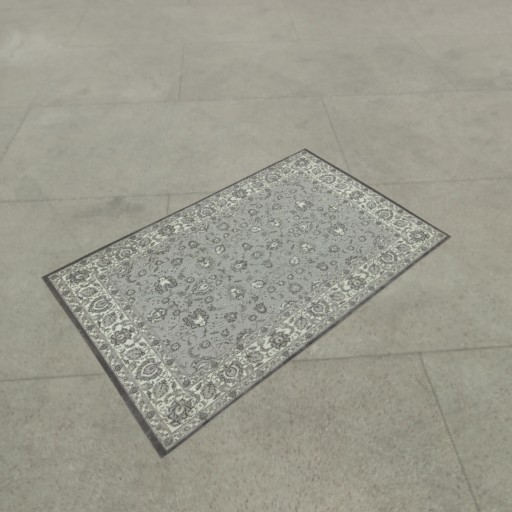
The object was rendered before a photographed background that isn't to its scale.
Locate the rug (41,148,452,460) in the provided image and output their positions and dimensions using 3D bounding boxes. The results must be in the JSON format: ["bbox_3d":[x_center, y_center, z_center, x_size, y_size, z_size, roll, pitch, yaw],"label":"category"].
[{"bbox_3d":[0.000,0.000,3.063,2.438,0.011,1.524,-31,53,-26],"label":"rug"}]
